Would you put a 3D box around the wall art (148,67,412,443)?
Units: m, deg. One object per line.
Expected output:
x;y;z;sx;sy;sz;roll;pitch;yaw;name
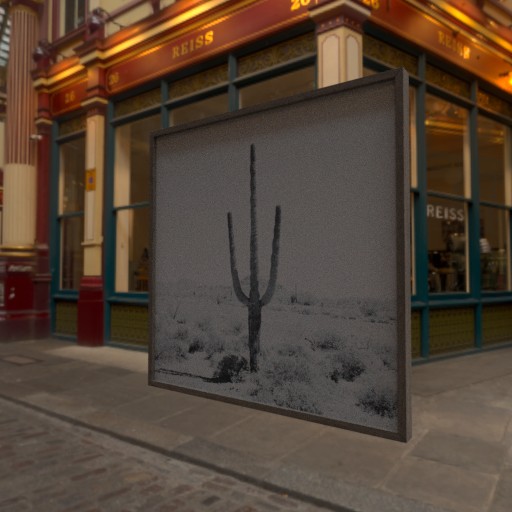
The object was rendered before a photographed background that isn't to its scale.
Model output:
0.000;0.000;1.131;0.762;0.762;0.038;-1;-2;35;wall art
